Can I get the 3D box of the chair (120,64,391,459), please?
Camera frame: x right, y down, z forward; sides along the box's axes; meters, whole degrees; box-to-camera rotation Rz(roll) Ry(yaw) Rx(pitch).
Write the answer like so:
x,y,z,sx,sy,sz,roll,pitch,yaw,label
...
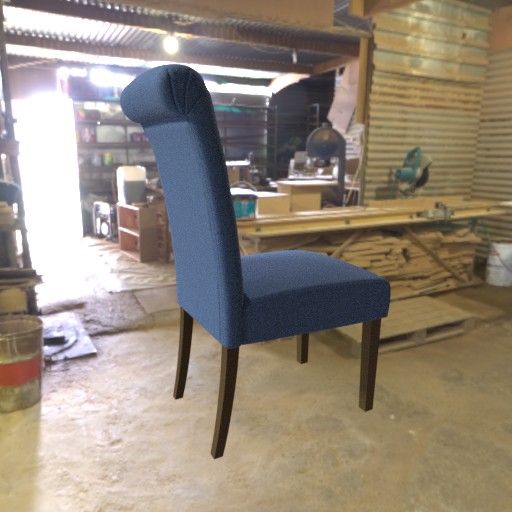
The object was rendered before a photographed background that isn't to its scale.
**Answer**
x,y,z,sx,sy,sz,roll,pitch,yaw,label
0.000,0.000,1.340,0.671,1.006,0.456,-7,15,-27,chair
